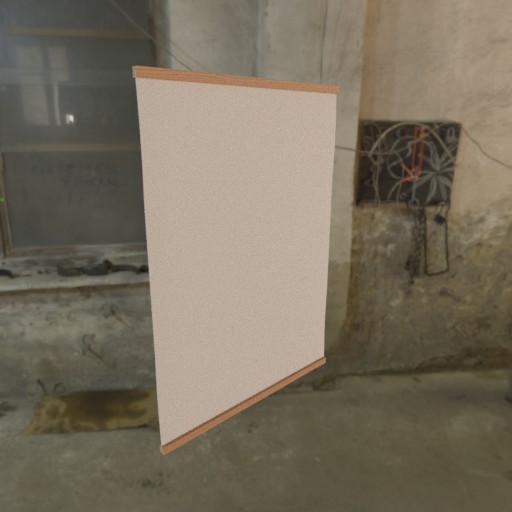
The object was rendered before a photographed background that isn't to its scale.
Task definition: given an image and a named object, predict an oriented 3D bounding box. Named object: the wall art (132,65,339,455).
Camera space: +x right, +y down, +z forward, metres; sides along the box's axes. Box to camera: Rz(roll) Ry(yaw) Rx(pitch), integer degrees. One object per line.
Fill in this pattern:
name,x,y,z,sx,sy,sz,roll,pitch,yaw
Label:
wall art,0.000,0.000,1.359,0.739,1.016,0.020,-15,22,-42
